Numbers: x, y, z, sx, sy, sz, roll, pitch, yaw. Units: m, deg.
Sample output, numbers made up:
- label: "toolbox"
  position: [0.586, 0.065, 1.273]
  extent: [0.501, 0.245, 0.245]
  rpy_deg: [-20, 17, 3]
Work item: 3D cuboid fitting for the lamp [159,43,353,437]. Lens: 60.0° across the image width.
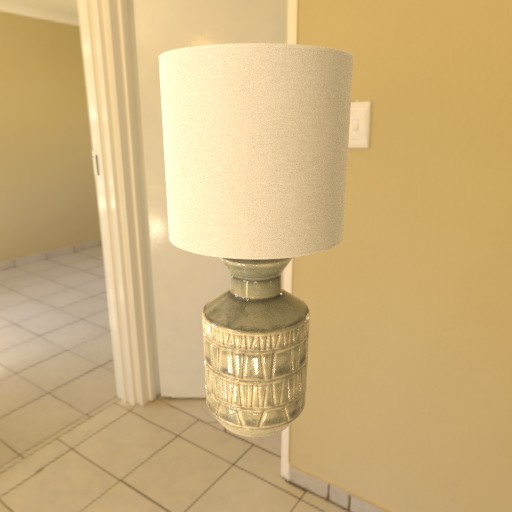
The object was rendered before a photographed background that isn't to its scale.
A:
- label: "lamp"
  position: [0.000, 0.000, 0.556]
  extent: [0.211, 0.455, 0.211]
  rpy_deg: [8, 18, 24]
